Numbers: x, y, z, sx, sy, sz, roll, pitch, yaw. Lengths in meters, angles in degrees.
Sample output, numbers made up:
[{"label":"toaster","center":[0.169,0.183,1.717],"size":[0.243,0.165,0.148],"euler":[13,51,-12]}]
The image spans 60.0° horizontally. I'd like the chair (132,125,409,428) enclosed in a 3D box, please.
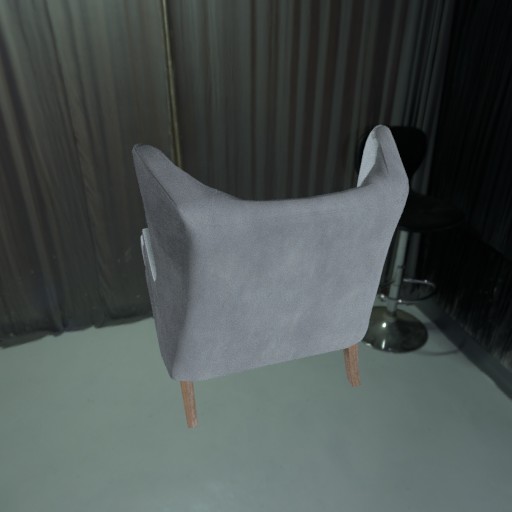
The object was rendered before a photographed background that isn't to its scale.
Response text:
[{"label":"chair","center":[0.000,0.000,1.626],"size":[0.784,0.950,0.906],"euler":[-9,30,-15]}]
